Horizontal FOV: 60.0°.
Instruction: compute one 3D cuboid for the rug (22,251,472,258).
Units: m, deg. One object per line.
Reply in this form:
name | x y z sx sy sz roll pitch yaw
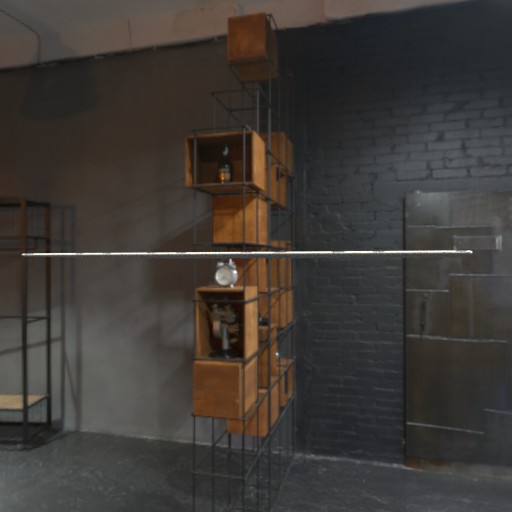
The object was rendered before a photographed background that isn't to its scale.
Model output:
rug | 0.000 0.000 2.925 2.365 0.017 1.521 0 -1 17
